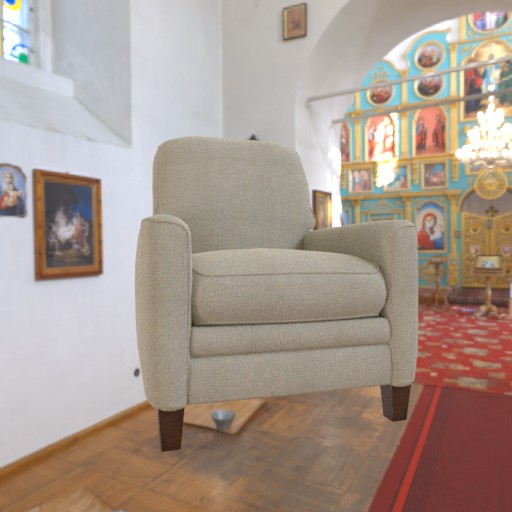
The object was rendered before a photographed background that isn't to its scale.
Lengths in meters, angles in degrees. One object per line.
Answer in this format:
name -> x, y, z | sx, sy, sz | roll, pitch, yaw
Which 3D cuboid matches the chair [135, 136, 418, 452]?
chair -> 0.000, 0.000, 1.613 | 0.850, 1.006, 0.853 | 0, 1, -17
